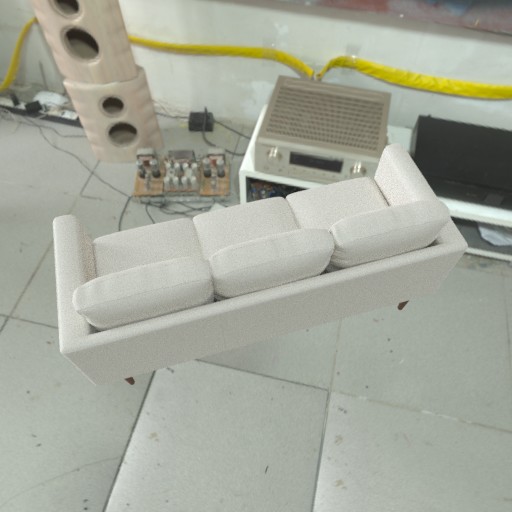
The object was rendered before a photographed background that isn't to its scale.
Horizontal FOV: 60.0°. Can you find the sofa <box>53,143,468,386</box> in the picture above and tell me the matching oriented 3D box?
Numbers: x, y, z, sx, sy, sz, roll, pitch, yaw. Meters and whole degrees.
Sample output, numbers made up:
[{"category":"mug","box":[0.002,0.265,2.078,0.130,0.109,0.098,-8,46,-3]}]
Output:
[{"category":"sofa","box":[0.000,0.000,2.496,2.029,0.912,0.802,-14,59,-9]}]
